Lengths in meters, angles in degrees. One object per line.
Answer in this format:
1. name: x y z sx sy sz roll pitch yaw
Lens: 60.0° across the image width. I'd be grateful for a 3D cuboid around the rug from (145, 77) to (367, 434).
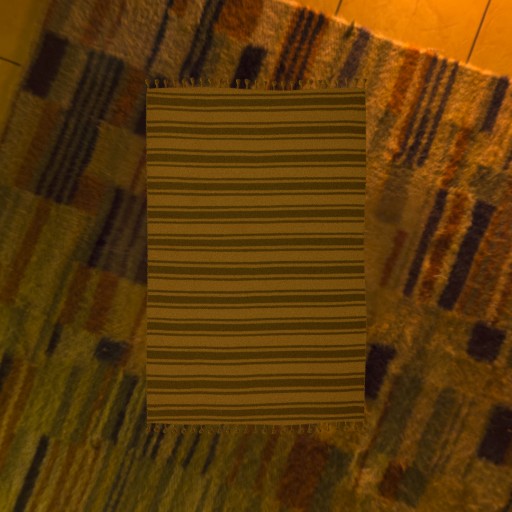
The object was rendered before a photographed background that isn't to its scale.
1. rug: 0.000 0.000 2.327 1.162 0.013 1.875 0 90 0
